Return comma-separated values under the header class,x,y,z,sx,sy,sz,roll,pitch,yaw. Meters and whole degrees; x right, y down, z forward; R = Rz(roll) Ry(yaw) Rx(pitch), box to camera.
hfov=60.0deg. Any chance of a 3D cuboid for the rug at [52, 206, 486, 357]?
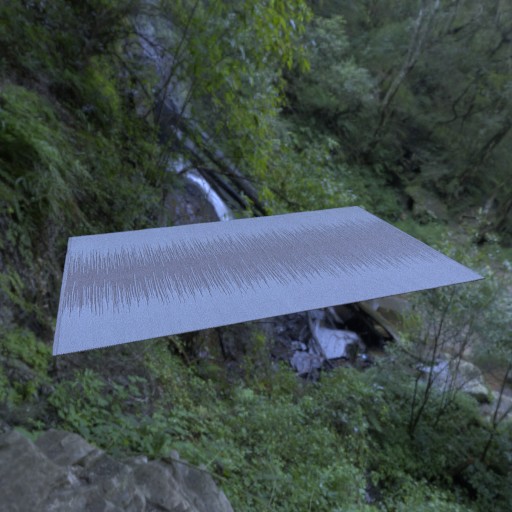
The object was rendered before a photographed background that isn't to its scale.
class,x,y,z,sx,sy,sz,roll,pitch,yaw
rug,0.000,0.000,2.998,2.440,0.012,1.522,-8,25,-17
